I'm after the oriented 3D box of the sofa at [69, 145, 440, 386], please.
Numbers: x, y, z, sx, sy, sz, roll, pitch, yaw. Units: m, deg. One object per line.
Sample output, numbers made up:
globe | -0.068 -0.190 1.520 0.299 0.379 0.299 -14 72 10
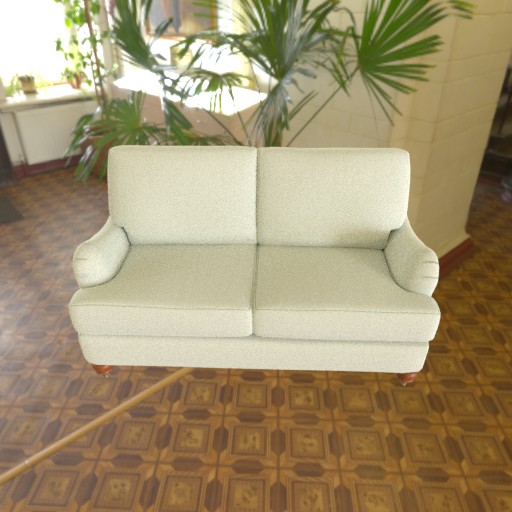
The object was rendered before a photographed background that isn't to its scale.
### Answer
sofa | 0.000 0.000 2.552 1.853 1.101 1.084 1 31 2
